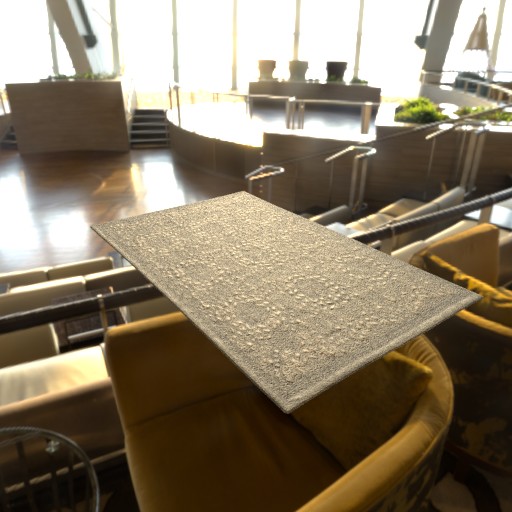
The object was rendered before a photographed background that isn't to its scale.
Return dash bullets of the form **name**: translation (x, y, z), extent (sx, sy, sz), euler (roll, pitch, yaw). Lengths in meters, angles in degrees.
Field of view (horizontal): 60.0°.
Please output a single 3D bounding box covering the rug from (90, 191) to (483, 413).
- **rug**: translation (0.000, 0.000, 3.129), extent (1.535, 0.022, 2.498), euler (-18, 32, -32)
